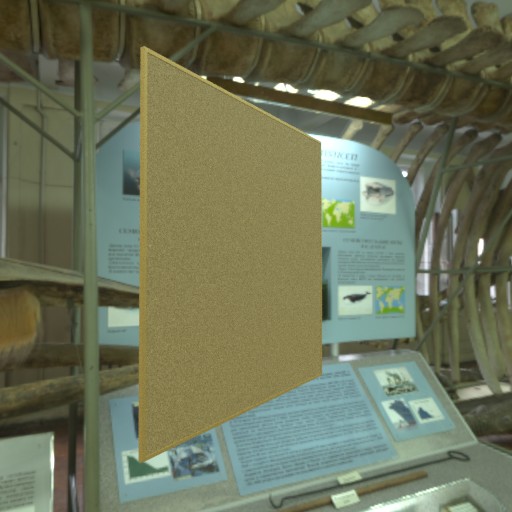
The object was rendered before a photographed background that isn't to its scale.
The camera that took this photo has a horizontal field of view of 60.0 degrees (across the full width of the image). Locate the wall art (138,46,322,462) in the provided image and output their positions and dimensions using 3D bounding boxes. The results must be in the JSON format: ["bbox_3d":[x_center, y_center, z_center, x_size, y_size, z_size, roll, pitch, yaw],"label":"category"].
[{"bbox_3d":[0.000,0.000,1.425,0.013,0.959,0.962,-1,-1,33],"label":"wall art"}]
